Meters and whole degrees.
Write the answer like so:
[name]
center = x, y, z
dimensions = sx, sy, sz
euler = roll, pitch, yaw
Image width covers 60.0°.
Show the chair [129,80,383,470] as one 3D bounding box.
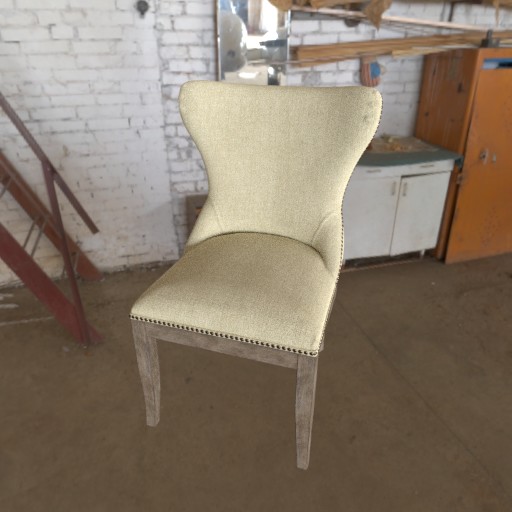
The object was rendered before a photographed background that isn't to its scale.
[chair]
center = 0.000, 0.000, 1.429
dimensions = 0.654, 1.002, 0.681
euler = 9, 29, 16
